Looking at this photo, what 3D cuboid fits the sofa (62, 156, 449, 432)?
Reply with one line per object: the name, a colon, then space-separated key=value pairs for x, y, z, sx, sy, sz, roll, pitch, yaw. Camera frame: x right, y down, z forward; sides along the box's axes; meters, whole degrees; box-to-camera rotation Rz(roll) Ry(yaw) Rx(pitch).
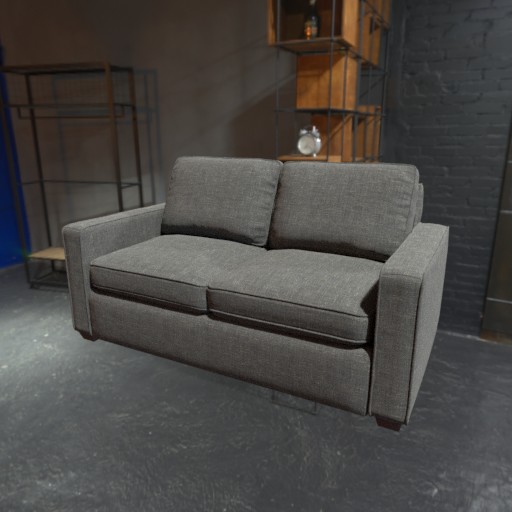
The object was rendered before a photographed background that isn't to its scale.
sofa: x=0.000 y=0.000 z=2.214 sx=1.709 sy=0.918 sz=0.947 roll=8 pitch=18 yaw=27
